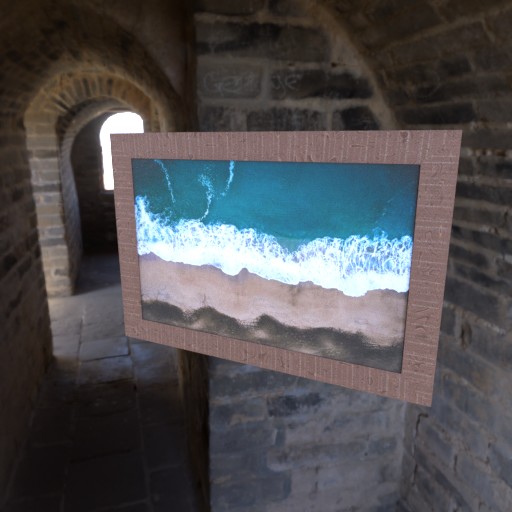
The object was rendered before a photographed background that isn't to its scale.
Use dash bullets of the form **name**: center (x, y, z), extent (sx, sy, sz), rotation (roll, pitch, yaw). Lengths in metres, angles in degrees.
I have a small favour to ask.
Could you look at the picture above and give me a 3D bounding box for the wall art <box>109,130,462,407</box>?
- **wall art**: center (0.000, 0.000, 1.160), extent (0.917, 0.626, 0.019), rotation (7, 16, 24)
